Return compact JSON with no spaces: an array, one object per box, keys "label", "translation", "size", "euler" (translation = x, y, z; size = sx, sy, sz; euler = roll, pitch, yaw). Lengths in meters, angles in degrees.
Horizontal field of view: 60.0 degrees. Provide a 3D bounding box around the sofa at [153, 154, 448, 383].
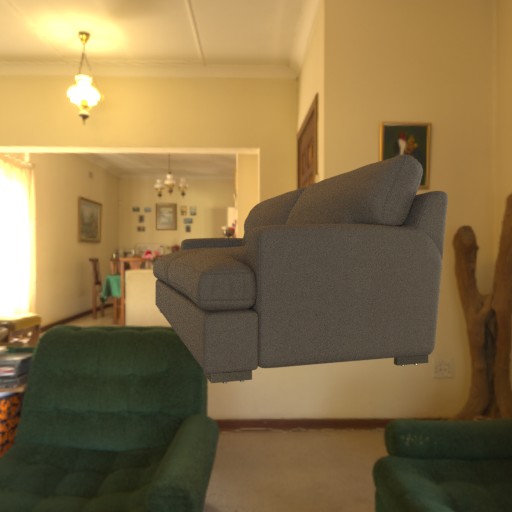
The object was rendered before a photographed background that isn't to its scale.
[{"label":"sofa","translation":[0.000,0.000,2.861],"size":[1.140,0.950,2.271],"euler":[0,1,-17]}]
